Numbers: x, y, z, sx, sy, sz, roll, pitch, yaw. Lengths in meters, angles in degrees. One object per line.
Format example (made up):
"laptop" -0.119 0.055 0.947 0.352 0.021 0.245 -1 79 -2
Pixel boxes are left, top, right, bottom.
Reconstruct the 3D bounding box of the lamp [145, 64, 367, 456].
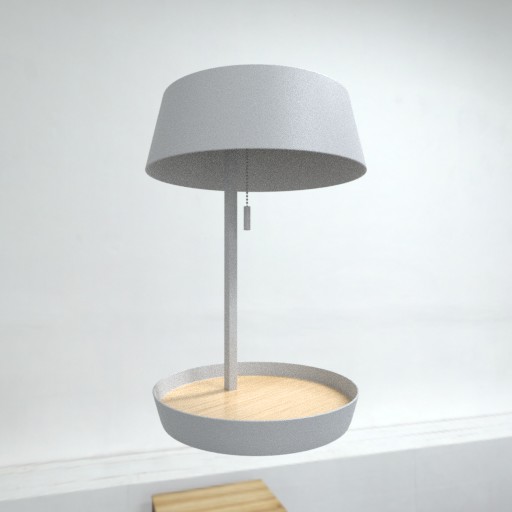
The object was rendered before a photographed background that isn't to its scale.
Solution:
"lamp" 0.000 0.000 0.597 0.291 0.429 0.291 0 -1 0
